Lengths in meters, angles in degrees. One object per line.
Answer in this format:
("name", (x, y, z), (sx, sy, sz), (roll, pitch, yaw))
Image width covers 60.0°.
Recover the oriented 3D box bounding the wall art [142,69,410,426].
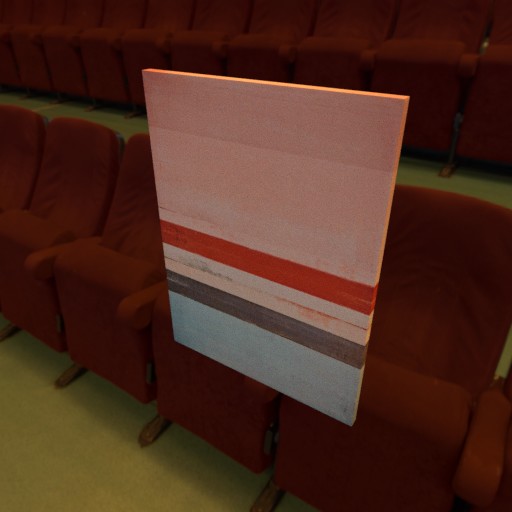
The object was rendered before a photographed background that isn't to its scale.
("wall art", (0.000, 0.000, 1.368), (0.761, 1.016, 0.039), (18, 35, 28))
